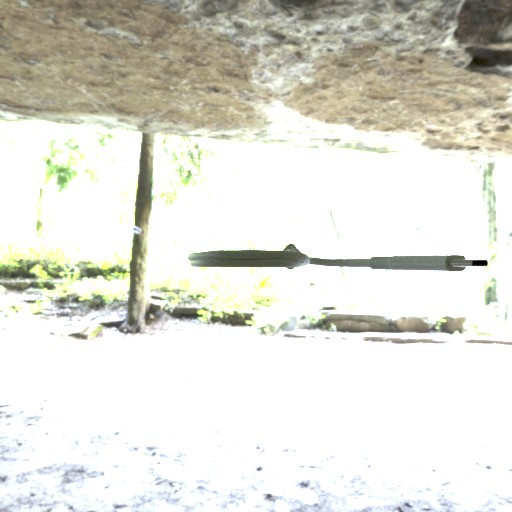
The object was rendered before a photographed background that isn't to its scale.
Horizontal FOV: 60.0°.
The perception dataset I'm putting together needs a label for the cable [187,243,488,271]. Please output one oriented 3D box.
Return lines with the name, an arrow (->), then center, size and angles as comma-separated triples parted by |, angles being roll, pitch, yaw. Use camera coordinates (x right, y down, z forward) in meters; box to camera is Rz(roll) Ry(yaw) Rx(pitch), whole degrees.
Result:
cable -> 0.000, 0.000, 0.226 | 0.070, 0.014, 0.203 | 1, -1, -35
